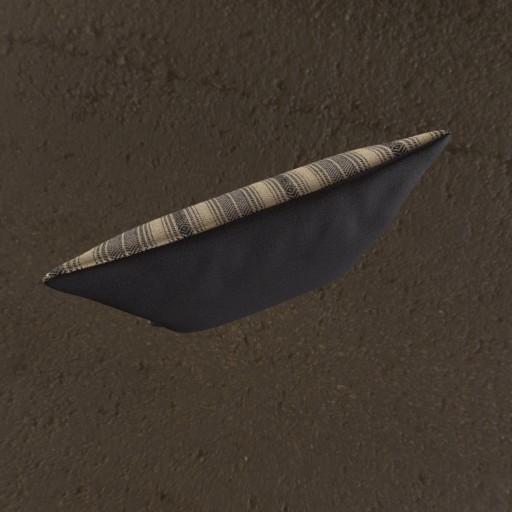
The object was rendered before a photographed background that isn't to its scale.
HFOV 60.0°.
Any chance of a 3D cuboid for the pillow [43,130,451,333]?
[{"bbox_3d":[0.000,0.000,0.766,0.520,0.508,0.166,-21,76,-6],"label":"pillow"}]
